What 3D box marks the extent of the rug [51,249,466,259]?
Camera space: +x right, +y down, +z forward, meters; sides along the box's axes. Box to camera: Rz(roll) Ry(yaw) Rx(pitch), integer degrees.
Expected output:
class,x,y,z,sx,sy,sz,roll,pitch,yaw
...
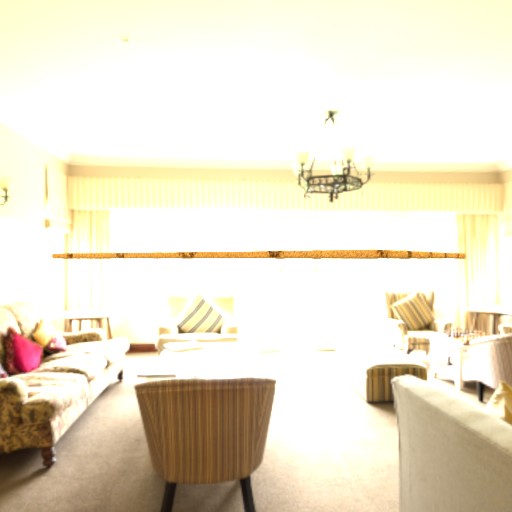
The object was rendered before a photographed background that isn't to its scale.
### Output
class,x,y,z,sx,sy,sz,roll,pitch,yaw
rug,0.000,0.000,2.290,1.778,0.030,1.219,0,0,36
